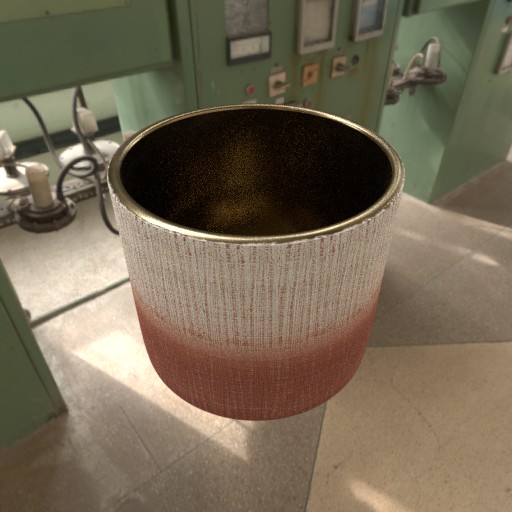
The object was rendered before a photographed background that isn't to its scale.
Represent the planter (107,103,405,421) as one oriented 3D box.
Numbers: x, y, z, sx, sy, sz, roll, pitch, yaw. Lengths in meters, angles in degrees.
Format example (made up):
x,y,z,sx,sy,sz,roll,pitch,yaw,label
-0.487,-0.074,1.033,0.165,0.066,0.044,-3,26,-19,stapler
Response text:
x,y,z,sx,sy,sz,roll,pitch,yaw,label
0.000,0.000,0.317,0.178,0.157,0.178,0,39,0,planter
